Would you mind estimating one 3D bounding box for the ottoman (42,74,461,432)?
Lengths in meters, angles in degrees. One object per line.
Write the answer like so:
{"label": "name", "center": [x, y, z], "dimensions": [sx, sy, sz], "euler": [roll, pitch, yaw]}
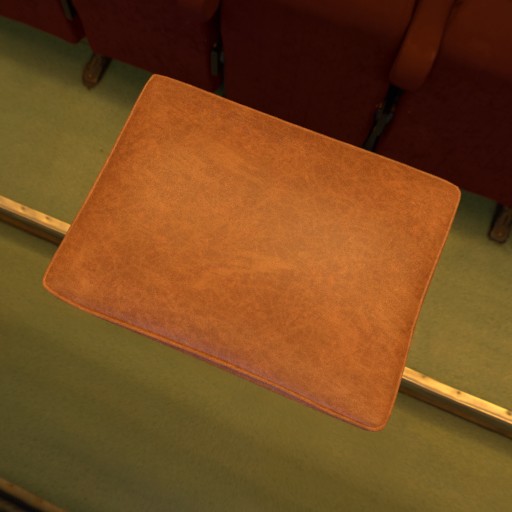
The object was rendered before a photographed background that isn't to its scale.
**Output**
{"label": "ottoman", "center": [0.000, 0.000, 1.098], "dimensions": [0.756, 0.468, 0.554], "euler": [22, 78, 5]}
